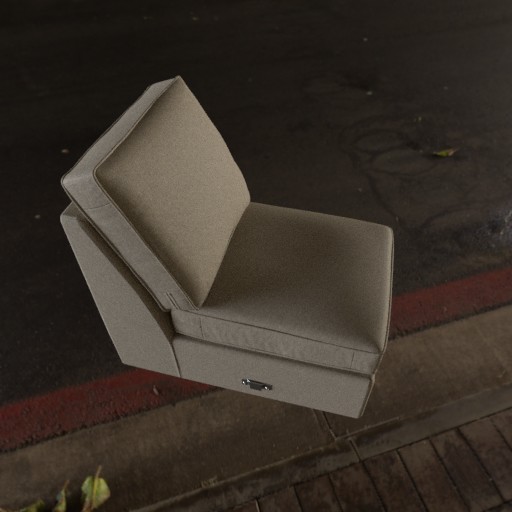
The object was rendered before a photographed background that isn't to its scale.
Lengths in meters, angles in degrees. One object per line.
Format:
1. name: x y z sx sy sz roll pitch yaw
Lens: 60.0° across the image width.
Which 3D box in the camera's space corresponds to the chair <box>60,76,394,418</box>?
1. chair: 0.000 0.000 1.672 1.020 1.058 0.674 10 47 10
